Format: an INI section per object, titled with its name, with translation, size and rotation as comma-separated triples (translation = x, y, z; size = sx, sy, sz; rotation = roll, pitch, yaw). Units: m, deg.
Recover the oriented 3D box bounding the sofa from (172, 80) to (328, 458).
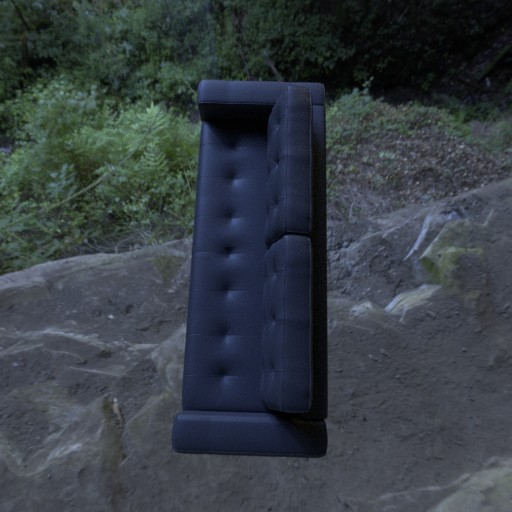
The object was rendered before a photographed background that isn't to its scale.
[sofa]
translation = 0.000, 0.000, 2.771
size = 0.833, 0.893, 2.275
rotation = 2, 76, 0
